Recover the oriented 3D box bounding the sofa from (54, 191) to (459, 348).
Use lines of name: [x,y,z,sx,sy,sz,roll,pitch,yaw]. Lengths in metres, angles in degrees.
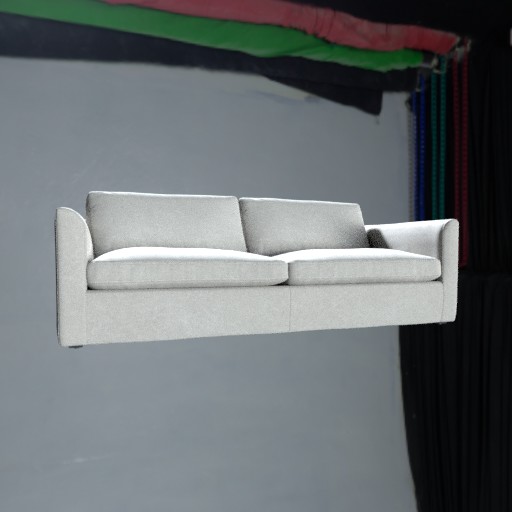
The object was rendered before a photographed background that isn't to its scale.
sofa: [0.000,0.000,2.812,2.588,0.838,1.090,0,0,-19]
